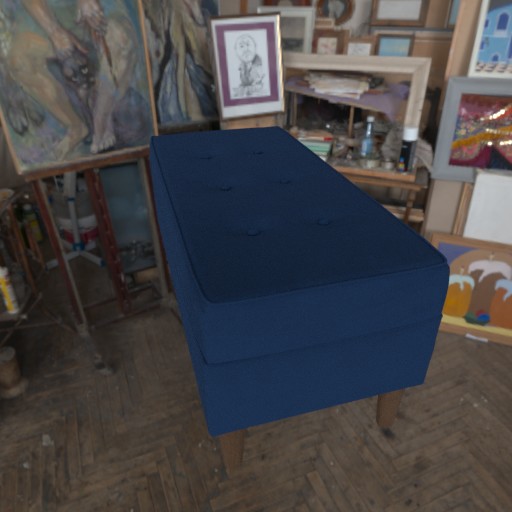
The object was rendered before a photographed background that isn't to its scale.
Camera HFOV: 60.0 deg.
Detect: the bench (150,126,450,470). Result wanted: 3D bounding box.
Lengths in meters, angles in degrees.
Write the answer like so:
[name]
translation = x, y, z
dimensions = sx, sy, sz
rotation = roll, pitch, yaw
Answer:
[bench]
translation = 0.000, 0.000, 1.277
dimensions = 0.489, 0.467, 1.010
rotation = -9, 32, -14
